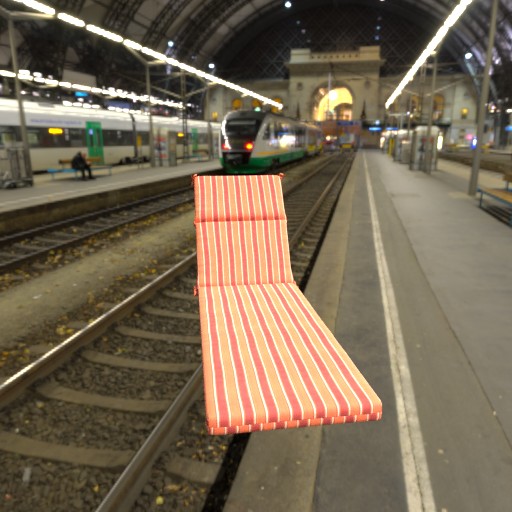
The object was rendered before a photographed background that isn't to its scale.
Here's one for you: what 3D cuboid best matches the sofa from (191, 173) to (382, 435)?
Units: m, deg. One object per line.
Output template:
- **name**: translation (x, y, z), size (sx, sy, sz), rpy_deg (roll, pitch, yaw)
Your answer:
- **sofa**: translation (0.000, 0.000, 1.987), size (0.582, 0.622, 1.663), rpy_deg (-2, 15, -8)
